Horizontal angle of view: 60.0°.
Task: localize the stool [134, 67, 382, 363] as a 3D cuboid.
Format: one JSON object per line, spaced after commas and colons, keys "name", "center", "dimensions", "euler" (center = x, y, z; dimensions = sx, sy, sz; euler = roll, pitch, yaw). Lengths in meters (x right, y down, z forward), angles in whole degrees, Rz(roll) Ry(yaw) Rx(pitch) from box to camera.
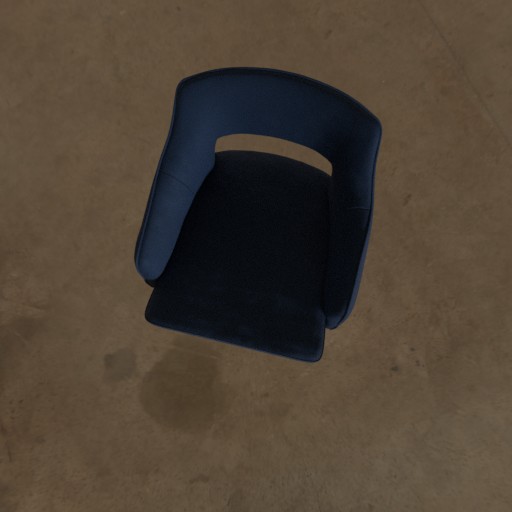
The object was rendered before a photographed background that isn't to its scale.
{"name": "stool", "center": [0.000, 0.000, 1.350], "dimensions": [0.550, 1.041, 0.560], "euler": [13, 76, 3]}
